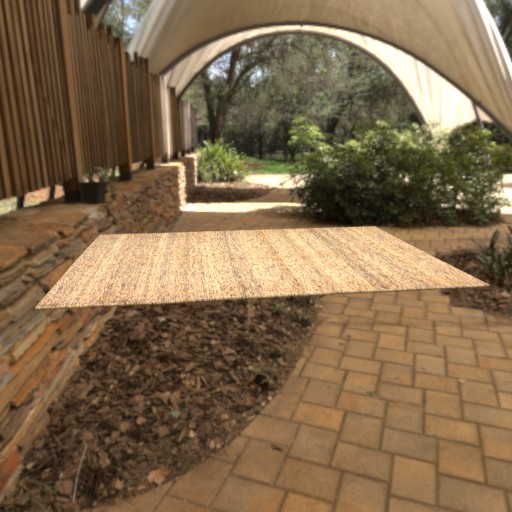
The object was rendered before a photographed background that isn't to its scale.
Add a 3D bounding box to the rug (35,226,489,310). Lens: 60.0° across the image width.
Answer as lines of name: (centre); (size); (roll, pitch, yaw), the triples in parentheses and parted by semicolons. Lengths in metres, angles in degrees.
rug: (0.000, 0.000, 2.355); (1.846, 0.014, 1.243); (-2, 16, -8)
